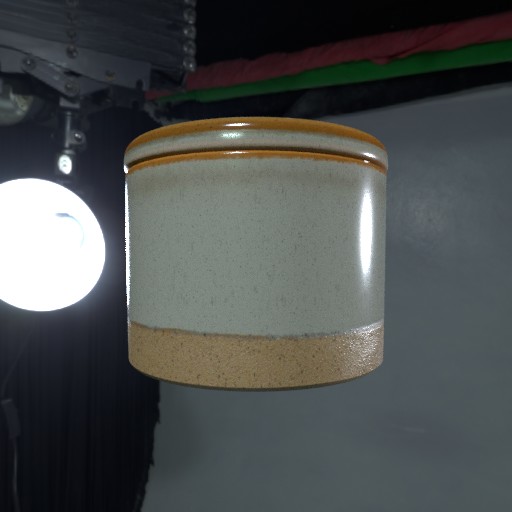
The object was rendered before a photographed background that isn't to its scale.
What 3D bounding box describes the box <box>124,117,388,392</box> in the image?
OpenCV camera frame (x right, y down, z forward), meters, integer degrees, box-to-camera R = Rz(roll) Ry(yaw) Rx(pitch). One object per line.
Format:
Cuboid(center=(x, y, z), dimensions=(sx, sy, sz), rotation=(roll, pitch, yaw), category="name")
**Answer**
Cuboid(center=(0.000, 0.000, 0.215), dimensions=(0.123, 0.100, 0.123), rotation=(0, 0, 0), category="box")
